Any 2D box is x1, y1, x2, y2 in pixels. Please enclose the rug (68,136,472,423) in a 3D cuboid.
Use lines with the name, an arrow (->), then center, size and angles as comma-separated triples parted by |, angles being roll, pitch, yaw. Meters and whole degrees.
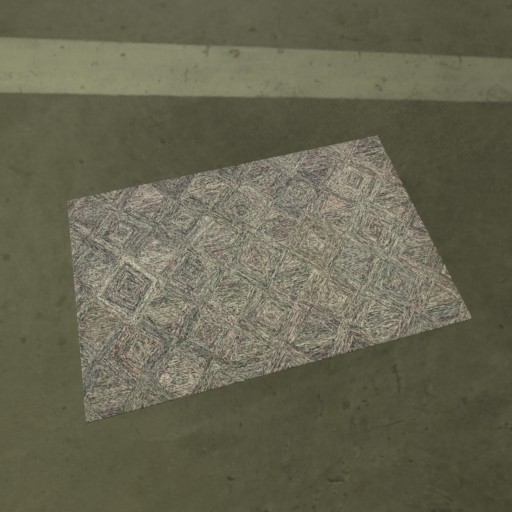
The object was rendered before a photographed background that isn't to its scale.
rug -> 0.000, 0.000, 2.869 | 2.298, 0.017, 1.501 | -13, 63, -7
